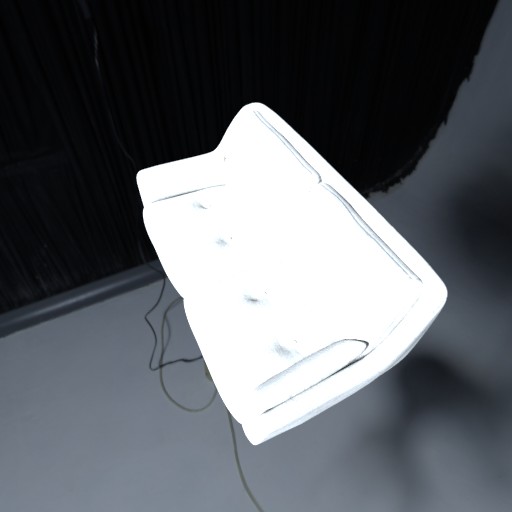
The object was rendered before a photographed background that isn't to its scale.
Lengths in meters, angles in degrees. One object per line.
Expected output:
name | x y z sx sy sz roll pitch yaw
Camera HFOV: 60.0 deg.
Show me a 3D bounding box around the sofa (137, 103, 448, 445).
sofa | 0.000 0.000 2.527 0.976 0.897 1.930 -19 49 -17
